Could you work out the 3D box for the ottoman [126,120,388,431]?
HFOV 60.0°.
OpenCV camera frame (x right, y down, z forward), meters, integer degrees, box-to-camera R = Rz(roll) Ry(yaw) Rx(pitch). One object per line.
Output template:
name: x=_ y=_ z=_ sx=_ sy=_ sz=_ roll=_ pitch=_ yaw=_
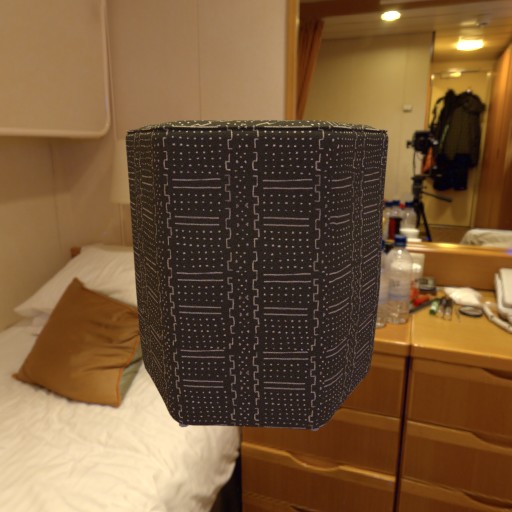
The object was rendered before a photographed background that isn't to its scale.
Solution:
ottoman: x=0.000 y=0.000 z=0.884 sx=0.443 sy=0.502 sz=0.494 roll=-7 pitch=16 yaw=-26
